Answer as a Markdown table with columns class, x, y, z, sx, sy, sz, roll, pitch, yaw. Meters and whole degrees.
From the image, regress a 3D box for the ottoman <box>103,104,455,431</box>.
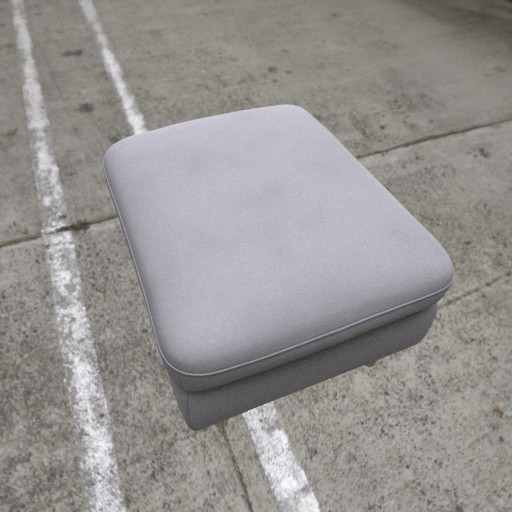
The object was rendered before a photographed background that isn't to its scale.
| class | x | y | z | sx | sy | sz | roll | pitch | yaw |
| --- | --- | --- | --- | --- | --- | --- | --- | --- | --- |
| ottoman | 0.000 | 0.000 | 1.118 | 0.593 | 0.478 | 0.747 | -17 | 48 | -16 |
